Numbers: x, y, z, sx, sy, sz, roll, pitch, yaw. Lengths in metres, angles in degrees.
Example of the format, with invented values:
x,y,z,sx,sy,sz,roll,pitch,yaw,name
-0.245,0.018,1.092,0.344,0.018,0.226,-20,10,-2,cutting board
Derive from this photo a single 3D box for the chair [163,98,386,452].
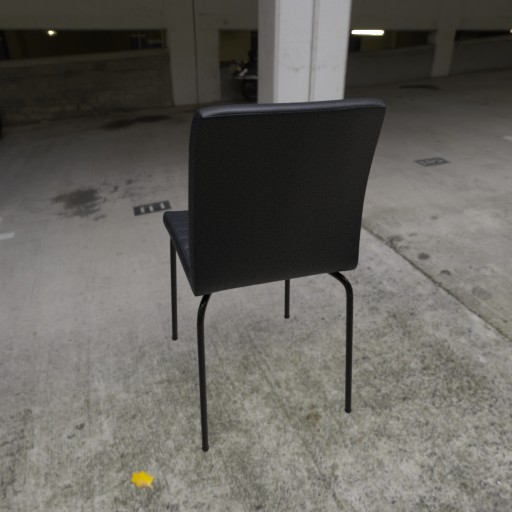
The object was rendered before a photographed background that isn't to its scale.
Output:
x,y,z,sx,sy,sz,roll,pitch,yaw,name
0.000,0.000,1.206,0.450,0.872,0.572,-9,29,-16,chair
